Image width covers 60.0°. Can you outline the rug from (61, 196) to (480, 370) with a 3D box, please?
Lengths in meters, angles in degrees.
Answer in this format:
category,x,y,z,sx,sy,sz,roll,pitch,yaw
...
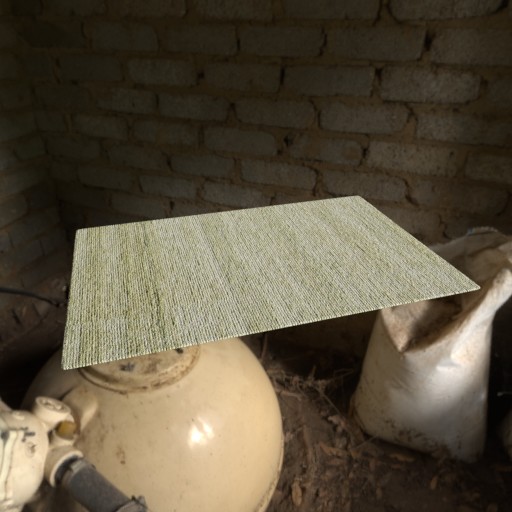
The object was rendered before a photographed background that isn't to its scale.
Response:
category,x,y,z,sx,sy,sz,roll,pitch,yaw
rug,0.000,0.000,2.226,1.758,0.010,1.143,-9,31,-15
